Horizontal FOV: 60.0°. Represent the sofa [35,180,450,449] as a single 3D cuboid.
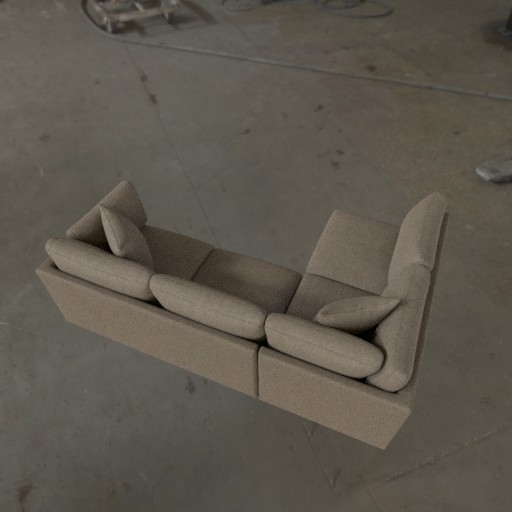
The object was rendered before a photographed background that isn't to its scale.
[{"bbox_3d":[0.000,0.000,3.819,2.896,0.978,1.994,17,49,16],"label":"sofa"}]
